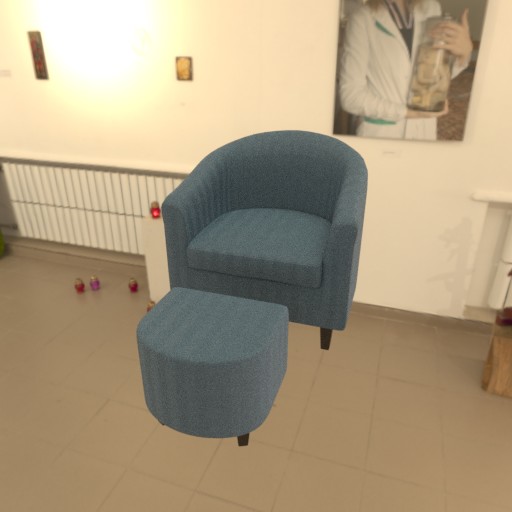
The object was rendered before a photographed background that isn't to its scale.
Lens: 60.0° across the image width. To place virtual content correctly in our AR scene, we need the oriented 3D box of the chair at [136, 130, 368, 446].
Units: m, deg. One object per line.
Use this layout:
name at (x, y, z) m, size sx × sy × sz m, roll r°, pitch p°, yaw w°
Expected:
chair at (0.000, 0.000, 1.716) m, size 0.756 × 0.757 × 1.288 m, roll 8°, pitch 26°, yaw 17°
